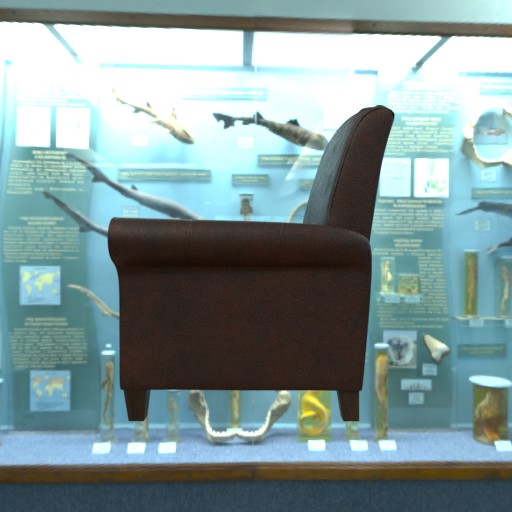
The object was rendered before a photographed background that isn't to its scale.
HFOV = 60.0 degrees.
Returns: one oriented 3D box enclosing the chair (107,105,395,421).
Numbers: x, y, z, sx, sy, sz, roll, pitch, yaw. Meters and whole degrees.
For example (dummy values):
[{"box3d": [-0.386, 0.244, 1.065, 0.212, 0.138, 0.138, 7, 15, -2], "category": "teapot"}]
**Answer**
[{"box3d": [0.000, 0.000, 1.776, 0.902, 1.061, 0.978, 0, 0, 0], "category": "chair"}]
